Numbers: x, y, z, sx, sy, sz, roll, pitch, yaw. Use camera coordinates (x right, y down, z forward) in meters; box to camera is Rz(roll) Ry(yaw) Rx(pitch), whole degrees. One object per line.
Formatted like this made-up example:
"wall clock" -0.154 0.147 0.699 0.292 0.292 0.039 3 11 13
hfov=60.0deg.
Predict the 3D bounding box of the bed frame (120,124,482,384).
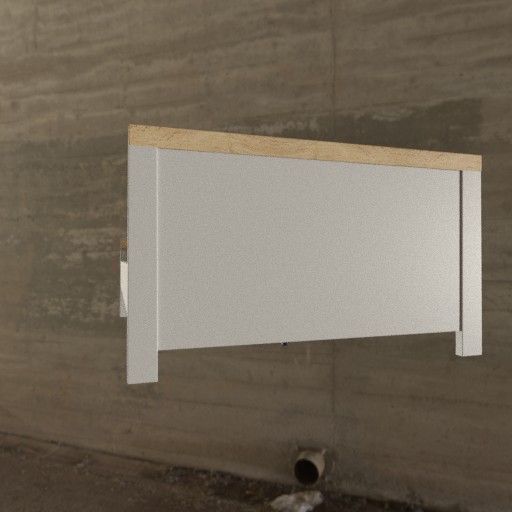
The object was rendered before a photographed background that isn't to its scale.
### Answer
"bed frame" 0.000 0.000 2.894 1.670 0.980 2.050 0 0 -18
